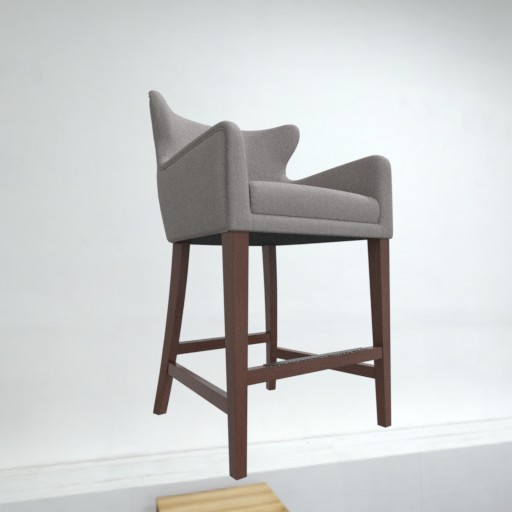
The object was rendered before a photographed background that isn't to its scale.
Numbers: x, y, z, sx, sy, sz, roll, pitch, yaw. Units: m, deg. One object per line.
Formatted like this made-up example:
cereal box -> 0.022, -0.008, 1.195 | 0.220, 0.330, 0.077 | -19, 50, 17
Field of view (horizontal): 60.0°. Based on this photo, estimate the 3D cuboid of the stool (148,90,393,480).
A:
stool -> 0.000, 0.000, 1.316 | 0.575, 0.951, 0.575 | 1, -1, -37
